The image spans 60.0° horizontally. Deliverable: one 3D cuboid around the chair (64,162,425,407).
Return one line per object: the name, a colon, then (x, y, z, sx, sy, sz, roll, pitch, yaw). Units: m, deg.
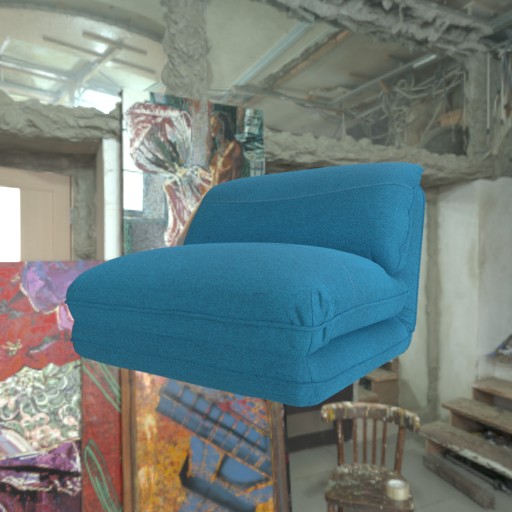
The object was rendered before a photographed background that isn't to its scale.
chair: (0.000, 0.000, 1.314, 0.820, 0.580, 0.780, 0, 0, 35)
